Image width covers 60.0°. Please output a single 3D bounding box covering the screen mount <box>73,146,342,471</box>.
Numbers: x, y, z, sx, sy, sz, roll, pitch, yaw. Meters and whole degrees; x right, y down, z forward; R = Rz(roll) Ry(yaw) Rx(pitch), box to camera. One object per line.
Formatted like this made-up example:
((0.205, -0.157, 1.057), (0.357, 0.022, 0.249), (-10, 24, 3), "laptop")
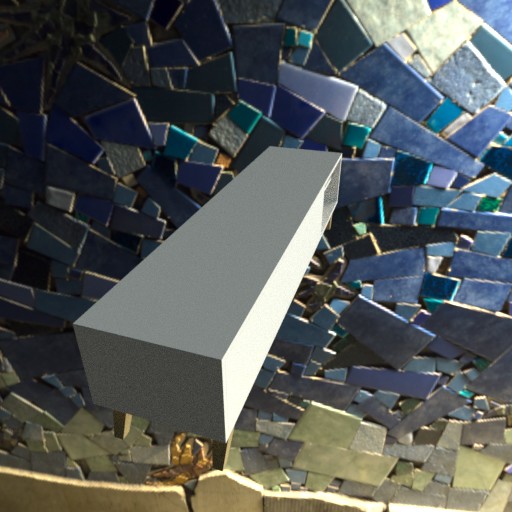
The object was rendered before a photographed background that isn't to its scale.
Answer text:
((0.000, 0.000, 1.824), (0.399, 0.432, 1.644), (10, 31, 16), "screen mount")
